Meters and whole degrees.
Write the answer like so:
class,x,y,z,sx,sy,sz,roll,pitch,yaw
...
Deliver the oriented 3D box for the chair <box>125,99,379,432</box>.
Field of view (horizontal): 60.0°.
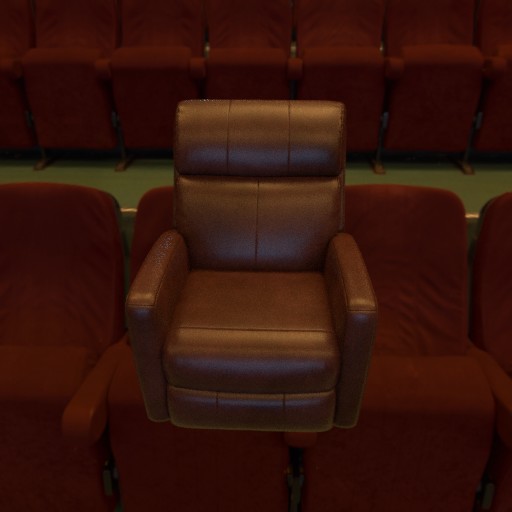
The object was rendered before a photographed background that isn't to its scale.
class,x,y,z,sx,sy,sz,roll,pitch,yaw
chair,0.000,0.000,1.702,0.787,1.016,0.939,1,30,2
